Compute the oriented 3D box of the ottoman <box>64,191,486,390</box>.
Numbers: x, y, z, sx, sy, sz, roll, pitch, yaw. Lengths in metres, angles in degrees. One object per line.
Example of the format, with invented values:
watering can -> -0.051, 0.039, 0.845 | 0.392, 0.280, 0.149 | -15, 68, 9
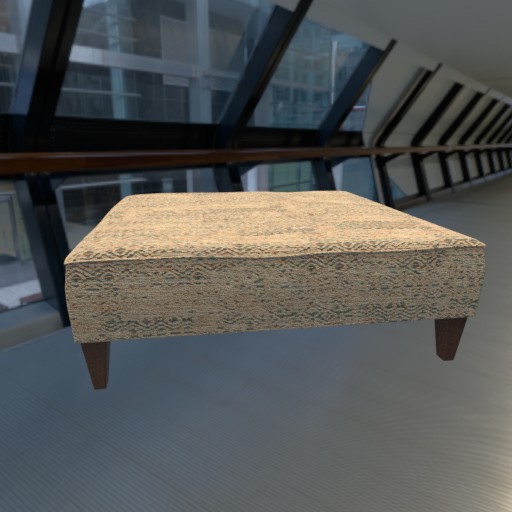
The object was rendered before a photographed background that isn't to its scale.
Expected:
ottoman -> 0.000, 0.000, 1.490 | 0.968, 0.356, 1.004 | -2, 16, -9
